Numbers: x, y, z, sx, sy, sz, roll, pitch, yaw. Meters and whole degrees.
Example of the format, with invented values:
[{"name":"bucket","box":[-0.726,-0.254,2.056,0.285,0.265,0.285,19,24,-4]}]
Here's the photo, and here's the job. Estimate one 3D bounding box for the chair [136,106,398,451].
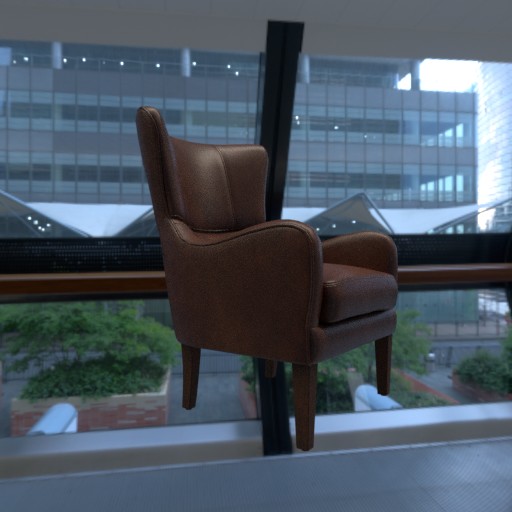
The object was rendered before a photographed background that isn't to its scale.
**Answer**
[{"name":"chair","box":[0.000,0.000,1.658,0.914,1.048,0.692,0,0,36]}]
